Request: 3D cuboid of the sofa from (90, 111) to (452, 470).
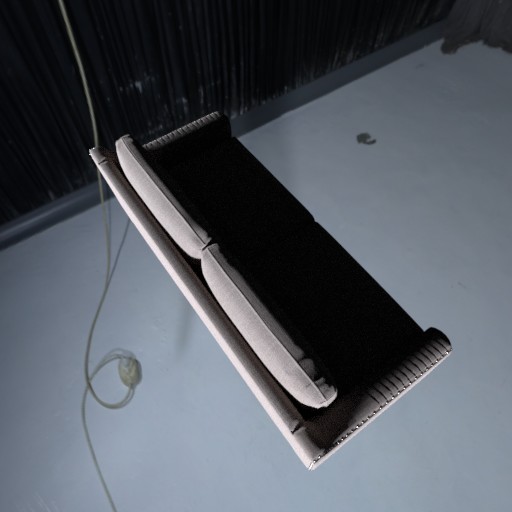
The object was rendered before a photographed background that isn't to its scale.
[{"bbox_3d":[0.000,0.000,2.683,1.000,0.857,2.208,-32,63,-18],"label":"sofa"}]
